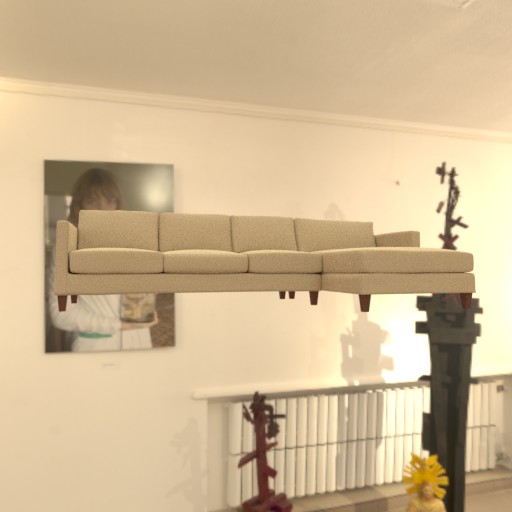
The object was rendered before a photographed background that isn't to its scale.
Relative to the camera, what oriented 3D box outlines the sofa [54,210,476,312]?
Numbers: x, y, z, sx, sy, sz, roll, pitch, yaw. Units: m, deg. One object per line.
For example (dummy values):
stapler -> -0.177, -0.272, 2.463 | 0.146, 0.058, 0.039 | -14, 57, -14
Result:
sofa -> 0.000, 0.000, 3.843 | 3.186, 0.861, 1.625 | 1, -2, -17
